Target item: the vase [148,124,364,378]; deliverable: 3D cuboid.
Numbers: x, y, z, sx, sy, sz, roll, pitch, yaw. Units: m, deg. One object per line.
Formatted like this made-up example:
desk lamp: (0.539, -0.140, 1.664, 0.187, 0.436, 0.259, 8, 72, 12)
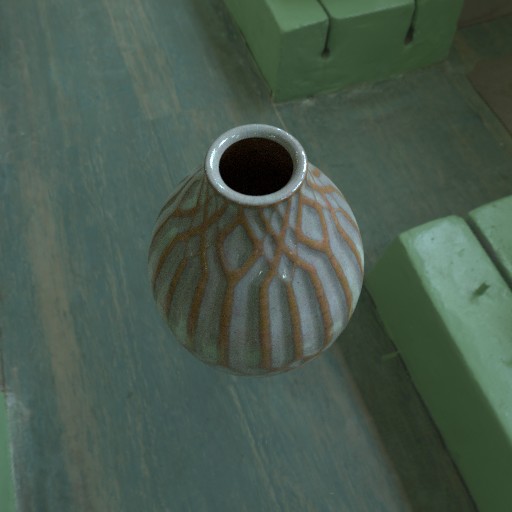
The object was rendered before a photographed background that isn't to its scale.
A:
vase: (0.000, 0.000, 0.265, 0.131, 0.175, 0.131, 0, 63, 0)
